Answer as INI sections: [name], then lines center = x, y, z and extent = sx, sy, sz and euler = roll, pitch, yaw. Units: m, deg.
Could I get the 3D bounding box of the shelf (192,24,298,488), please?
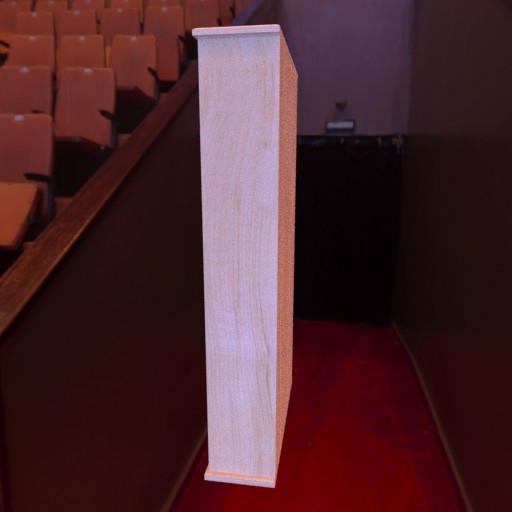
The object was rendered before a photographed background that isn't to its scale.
[shelf]
center = 0.000, 0.000, 1.222
extent = 0.175, 1.030, 0.520
euler = 2, 13, 9
